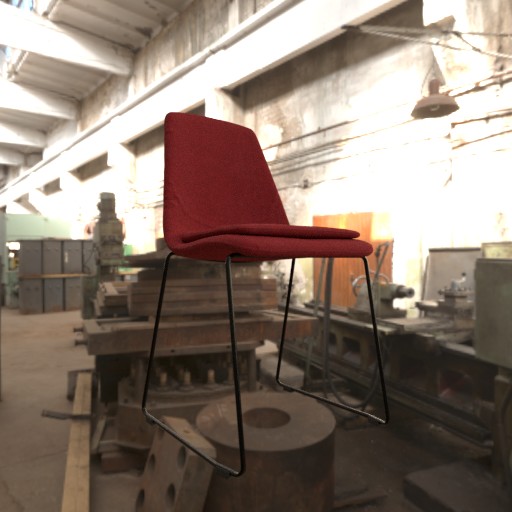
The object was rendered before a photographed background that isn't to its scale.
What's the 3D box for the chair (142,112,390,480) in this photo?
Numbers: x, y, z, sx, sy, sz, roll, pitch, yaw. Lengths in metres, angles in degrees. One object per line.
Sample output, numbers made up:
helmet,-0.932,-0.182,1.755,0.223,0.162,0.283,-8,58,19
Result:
chair,0.000,0.000,1.167,0.479,0.858,0.518,0,0,-36
